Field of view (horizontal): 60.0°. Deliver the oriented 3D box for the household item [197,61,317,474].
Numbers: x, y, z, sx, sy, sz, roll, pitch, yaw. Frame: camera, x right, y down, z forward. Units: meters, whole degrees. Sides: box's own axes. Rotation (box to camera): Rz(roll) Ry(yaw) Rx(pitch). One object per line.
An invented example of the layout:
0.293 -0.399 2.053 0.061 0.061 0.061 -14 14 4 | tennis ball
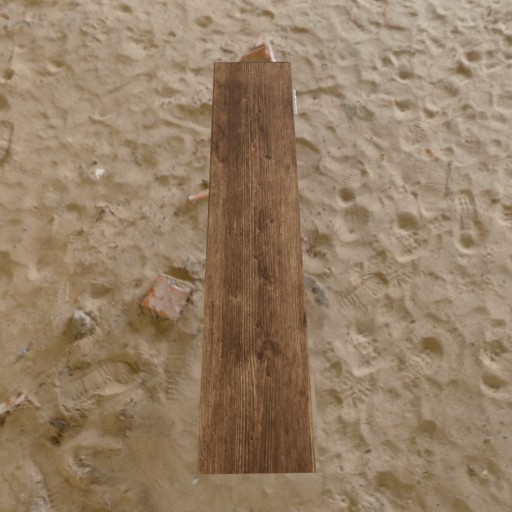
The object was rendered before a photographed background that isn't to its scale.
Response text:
0.000 0.000 2.054 0.390 0.615 1.800 -1 65 0 | household item
